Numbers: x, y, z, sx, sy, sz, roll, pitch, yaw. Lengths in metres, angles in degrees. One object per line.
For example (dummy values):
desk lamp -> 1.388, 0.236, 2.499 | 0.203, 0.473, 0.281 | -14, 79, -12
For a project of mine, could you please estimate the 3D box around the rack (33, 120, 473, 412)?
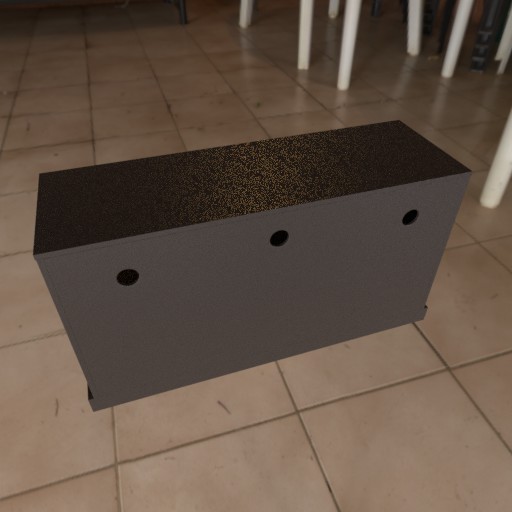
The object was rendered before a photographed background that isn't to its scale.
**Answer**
rack -> 0.000, 0.000, 1.473 | 1.206, 0.635, 0.399 | -12, 42, -14
